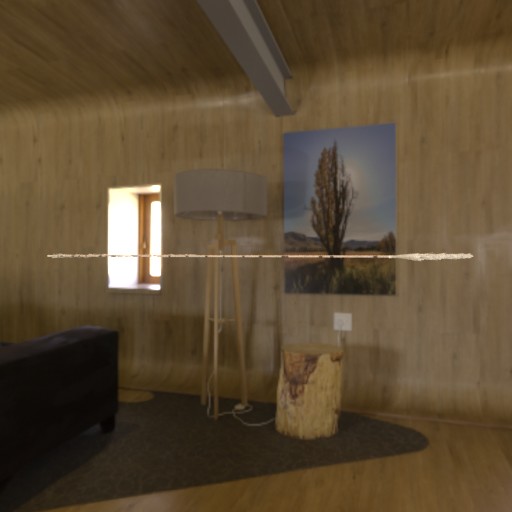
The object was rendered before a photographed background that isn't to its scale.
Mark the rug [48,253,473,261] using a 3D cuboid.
[{"bbox_3d":[0.000,0.000,2.435,2.023,0.028,1.224,0,0,33],"label":"rug"}]
